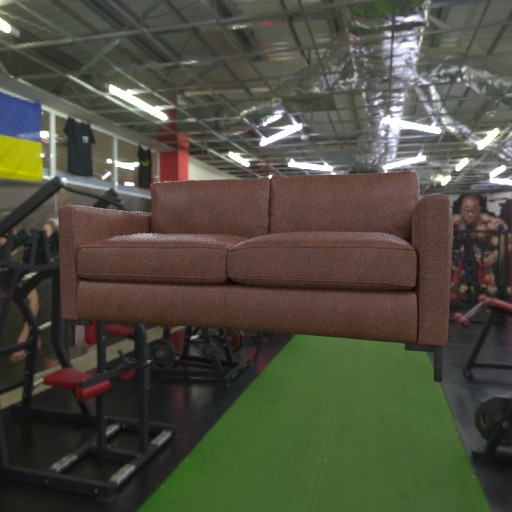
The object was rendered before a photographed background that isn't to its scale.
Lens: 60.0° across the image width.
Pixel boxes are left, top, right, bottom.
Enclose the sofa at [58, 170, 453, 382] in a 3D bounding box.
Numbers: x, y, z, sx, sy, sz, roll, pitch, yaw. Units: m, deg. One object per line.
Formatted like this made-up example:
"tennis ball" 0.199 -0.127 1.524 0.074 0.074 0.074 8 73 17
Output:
"sofa" 0.000 0.000 2.265 1.797 0.883 0.899 1 2 18
